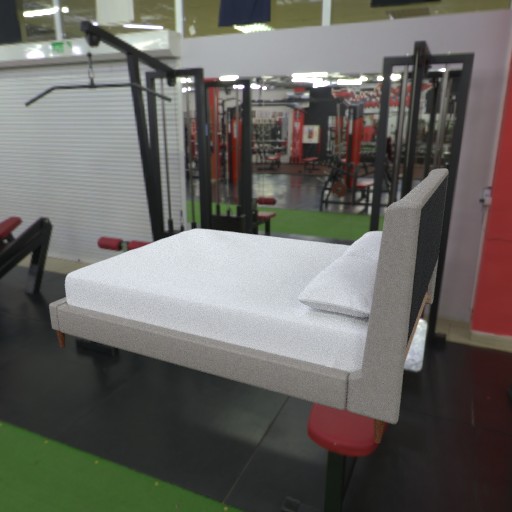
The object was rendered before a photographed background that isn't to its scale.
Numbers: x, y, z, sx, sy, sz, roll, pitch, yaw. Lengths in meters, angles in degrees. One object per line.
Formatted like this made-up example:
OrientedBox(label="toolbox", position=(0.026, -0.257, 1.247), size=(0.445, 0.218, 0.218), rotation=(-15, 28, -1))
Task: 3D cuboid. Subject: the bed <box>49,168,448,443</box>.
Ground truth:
OrientedBox(label="bed", position=(0.000, 0.000, 3.055), size=(2.232, 1.147, 1.656), rotation=(8, 18, 25))
